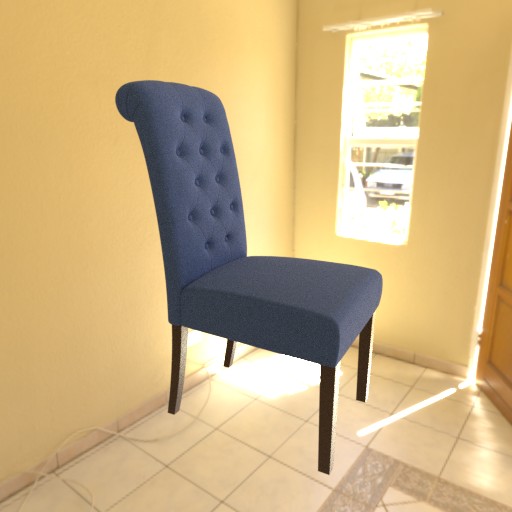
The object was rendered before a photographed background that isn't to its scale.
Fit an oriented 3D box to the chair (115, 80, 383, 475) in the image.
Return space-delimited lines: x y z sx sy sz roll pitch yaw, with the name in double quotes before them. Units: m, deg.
"chair" 0.000 0.000 1.338 0.671 1.006 0.456 8 17 27
